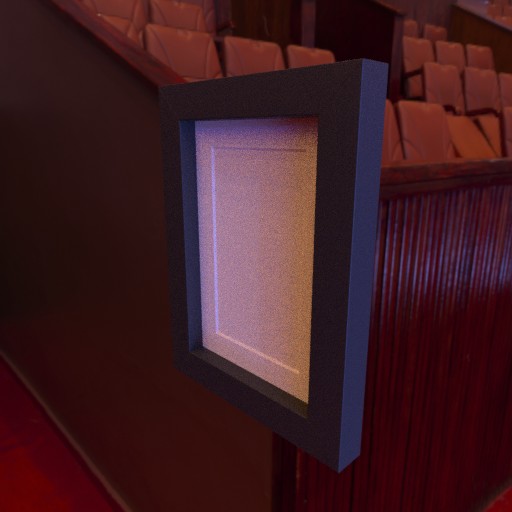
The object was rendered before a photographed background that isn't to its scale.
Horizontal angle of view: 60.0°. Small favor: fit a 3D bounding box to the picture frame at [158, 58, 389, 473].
[{"bbox_3d":[0.000,0.000,0.276,0.028,0.208,0.157,-14,21,-42],"label":"picture frame"}]
